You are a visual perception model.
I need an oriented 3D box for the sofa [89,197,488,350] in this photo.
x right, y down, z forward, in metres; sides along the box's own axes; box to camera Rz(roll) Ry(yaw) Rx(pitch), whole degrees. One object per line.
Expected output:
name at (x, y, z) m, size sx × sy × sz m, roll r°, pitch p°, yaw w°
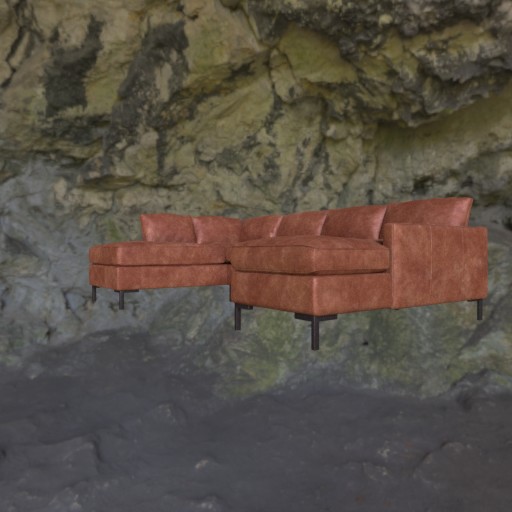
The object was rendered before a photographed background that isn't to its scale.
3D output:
sofa at (0.000, 0.000, 3.743) m, size 1.939 × 0.900 × 2.956 m, roll 0°, pitch 1°, yaw -37°
